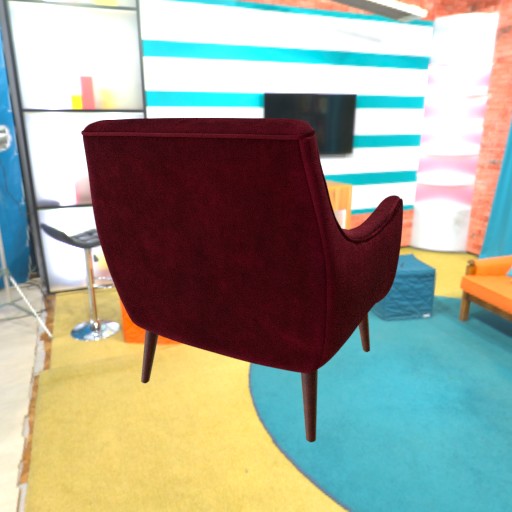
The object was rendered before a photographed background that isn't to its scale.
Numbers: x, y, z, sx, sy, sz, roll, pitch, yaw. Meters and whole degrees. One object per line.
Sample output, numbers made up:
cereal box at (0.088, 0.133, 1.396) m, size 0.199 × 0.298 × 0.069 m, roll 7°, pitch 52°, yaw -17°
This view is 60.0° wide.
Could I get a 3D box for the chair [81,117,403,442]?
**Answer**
chair at (0.000, 0.000, 1.414) m, size 0.762 × 0.838 × 0.787 m, roll 9°, pitch 19°, yaw 27°
